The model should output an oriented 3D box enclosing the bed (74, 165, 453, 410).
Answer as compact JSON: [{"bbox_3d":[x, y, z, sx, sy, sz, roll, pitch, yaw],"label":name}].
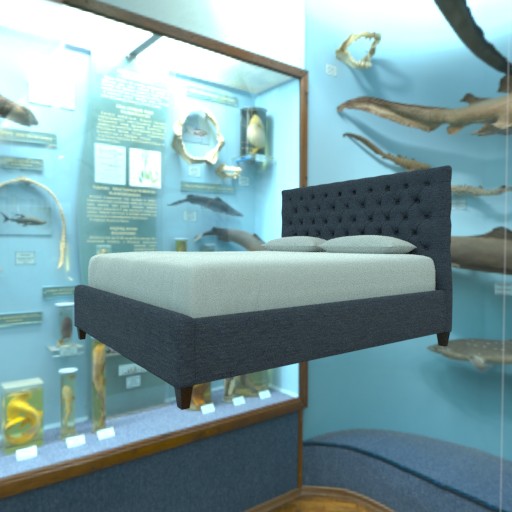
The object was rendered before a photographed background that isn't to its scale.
[{"bbox_3d":[0.000,0.000,3.646,2.387,1.427,2.078,-1,2,-36],"label":"bed"}]
